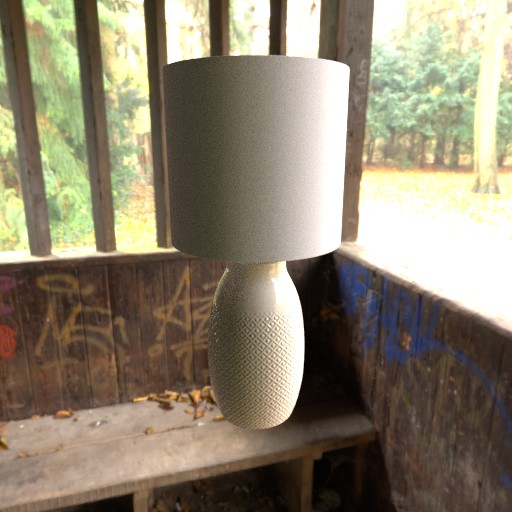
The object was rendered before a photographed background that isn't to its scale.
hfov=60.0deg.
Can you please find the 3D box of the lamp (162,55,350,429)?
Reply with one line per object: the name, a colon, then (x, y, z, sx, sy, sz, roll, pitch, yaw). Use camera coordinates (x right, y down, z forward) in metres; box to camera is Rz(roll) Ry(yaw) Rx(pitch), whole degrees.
lamp: (0.000, 0.000, 0.583, 0.217, 0.453, 0.217, 14, 21, 42)
